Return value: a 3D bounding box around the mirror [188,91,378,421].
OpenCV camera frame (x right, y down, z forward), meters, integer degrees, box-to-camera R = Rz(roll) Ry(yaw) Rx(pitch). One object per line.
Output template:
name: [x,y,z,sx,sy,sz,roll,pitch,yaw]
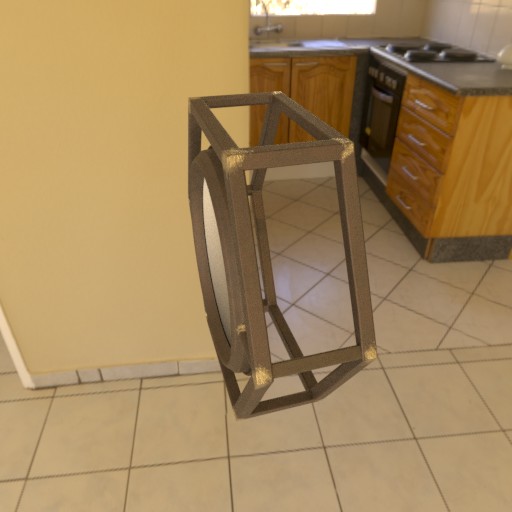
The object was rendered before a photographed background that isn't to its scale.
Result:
mirror: [0.000,0.000,0.536,0.119,0.334,0.380,-9,34,-13]
